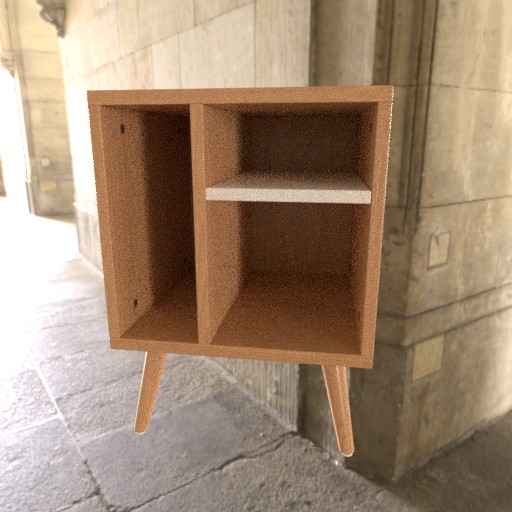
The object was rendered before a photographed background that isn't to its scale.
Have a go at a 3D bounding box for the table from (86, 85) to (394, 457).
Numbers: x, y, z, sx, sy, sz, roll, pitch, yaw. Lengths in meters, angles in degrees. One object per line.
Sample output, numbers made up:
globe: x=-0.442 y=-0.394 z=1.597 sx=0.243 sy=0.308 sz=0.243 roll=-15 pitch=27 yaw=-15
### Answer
table: x=0.000 y=0.000 z=0.827 sx=0.400 sy=0.550 sz=0.400 roll=2 pitch=15 yaw=9
